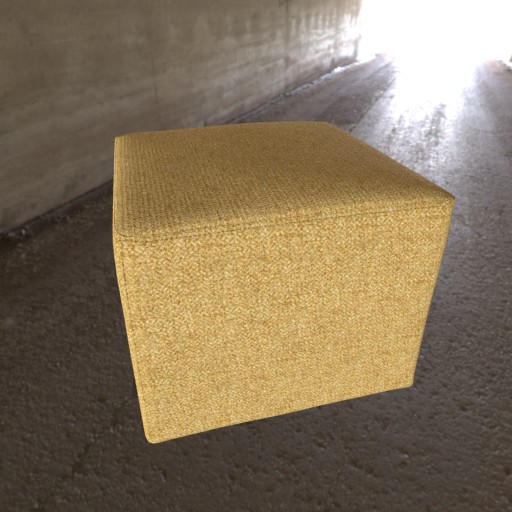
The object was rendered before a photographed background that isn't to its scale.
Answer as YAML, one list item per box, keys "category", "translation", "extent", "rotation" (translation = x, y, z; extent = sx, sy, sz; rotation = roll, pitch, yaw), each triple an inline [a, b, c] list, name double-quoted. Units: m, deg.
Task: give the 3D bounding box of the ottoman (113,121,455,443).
- category: "ottoman"
  translation: [0.000, 0.000, 0.898]
  extent: [0.505, 0.441, 0.512]
  rotation: [-8, 31, -13]
